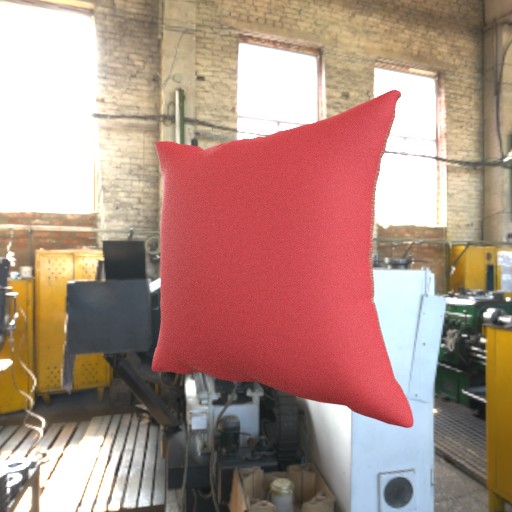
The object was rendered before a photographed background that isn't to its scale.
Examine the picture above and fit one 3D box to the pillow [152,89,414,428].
[{"bbox_3d":[0.000,0.000,0.805,0.559,0.501,0.229,-1,-1,36],"label":"pillow"}]
